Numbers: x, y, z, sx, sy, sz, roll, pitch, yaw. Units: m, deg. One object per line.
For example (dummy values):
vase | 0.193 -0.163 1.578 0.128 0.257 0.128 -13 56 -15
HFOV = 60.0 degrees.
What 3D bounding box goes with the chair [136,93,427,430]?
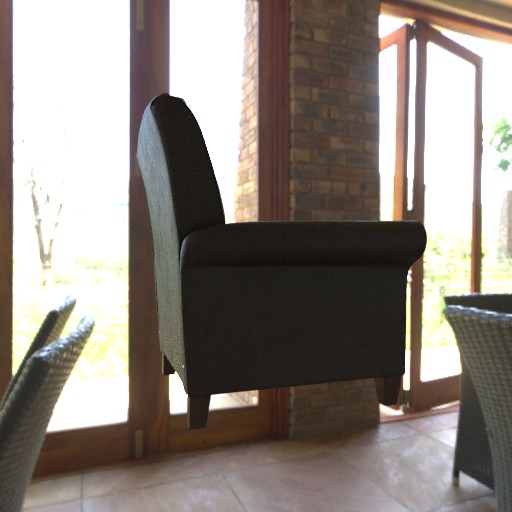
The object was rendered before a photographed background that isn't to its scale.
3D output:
chair | 0.000 0.000 1.788 0.902 1.061 0.978 0 0 -18
